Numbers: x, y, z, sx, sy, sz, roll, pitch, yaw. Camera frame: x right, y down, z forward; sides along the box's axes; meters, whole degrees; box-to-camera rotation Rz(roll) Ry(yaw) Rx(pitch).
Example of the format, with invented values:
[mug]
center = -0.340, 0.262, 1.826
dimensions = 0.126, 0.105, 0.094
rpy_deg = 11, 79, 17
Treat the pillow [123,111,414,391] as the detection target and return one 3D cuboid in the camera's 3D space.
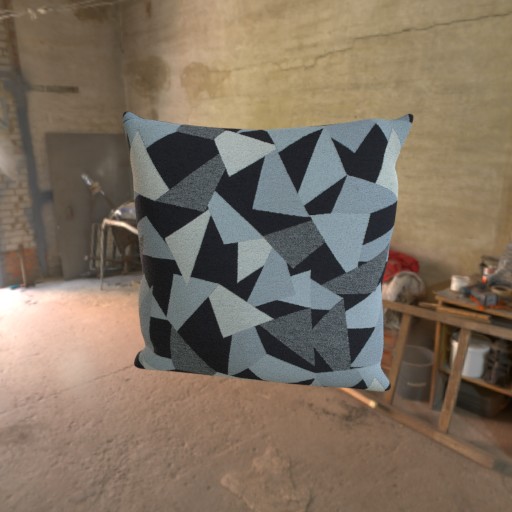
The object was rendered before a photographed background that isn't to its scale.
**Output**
[pillow]
center = 0.000, 0.000, 0.792
dimensions = 0.503, 0.496, 0.208
rpy_deg = 3, 15, 10
